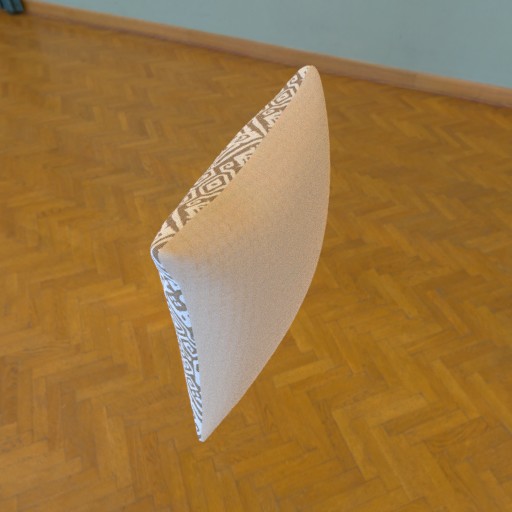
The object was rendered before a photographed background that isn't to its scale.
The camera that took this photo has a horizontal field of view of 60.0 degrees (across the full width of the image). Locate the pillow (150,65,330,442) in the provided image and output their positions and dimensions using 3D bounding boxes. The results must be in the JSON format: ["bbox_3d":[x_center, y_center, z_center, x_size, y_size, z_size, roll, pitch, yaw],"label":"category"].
[{"bbox_3d":[0.000,0.000,0.652,0.173,0.407,0.419,18,49,16],"label":"pillow"}]
